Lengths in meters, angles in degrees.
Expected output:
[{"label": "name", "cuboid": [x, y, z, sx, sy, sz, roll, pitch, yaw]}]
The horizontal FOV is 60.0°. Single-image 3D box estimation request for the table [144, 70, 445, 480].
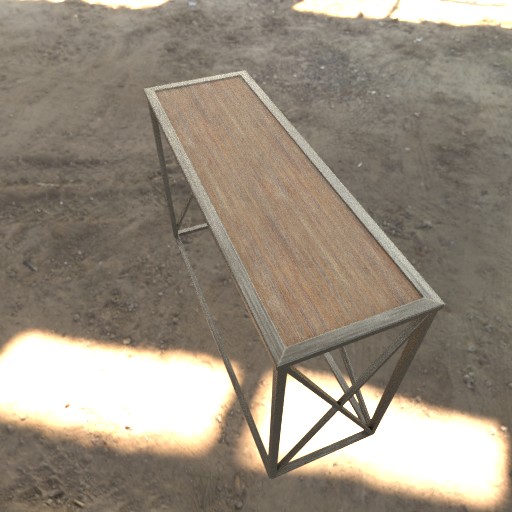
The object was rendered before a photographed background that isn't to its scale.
[{"label": "table", "cuboid": [0.000, 0.000, 1.573, 0.402, 0.753, 1.216, -17, 50, -15]}]
